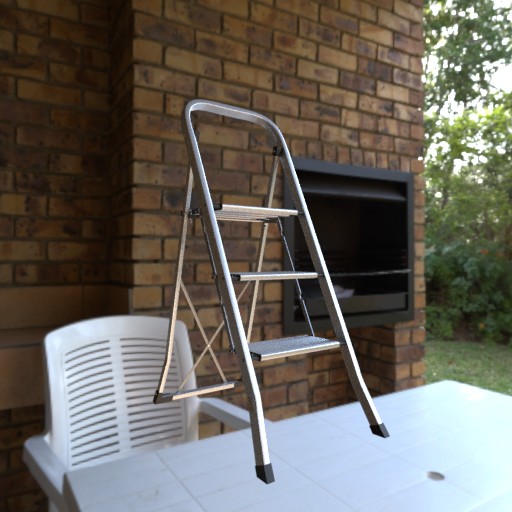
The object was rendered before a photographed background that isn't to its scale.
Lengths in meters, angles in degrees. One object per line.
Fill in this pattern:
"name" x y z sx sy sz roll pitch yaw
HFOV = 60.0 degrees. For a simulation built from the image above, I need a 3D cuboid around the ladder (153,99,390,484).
"ladder" 0.000 0.000 1.455 0.465 1.070 0.704 0 0 -37
